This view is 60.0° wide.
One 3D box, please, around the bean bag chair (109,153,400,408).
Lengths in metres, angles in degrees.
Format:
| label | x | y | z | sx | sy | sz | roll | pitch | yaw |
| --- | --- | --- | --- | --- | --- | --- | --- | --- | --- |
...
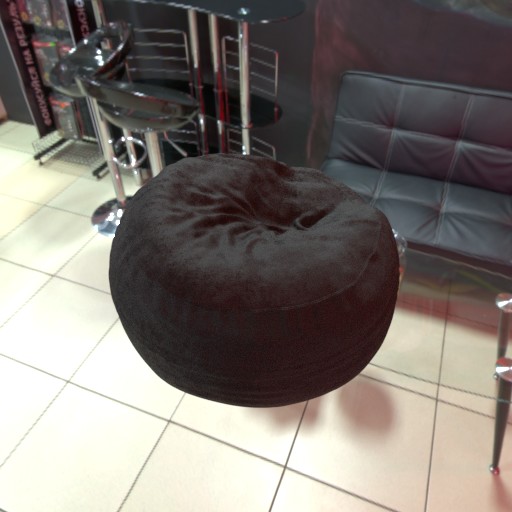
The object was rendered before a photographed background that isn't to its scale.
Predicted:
| label | x | y | z | sx | sy | sz | roll | pitch | yaw |
| --- | --- | --- | --- | --- | --- | --- | --- | --- | --- |
| bean bag chair | 0.000 | 0.000 | 2.385 | 1.525 | 0.751 | 1.525 | 0 | 43 | 0 |
